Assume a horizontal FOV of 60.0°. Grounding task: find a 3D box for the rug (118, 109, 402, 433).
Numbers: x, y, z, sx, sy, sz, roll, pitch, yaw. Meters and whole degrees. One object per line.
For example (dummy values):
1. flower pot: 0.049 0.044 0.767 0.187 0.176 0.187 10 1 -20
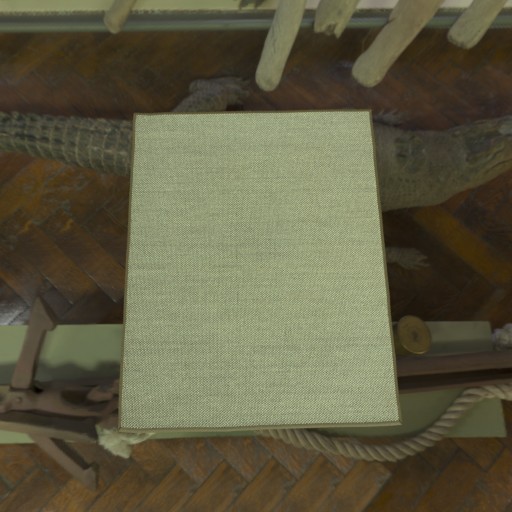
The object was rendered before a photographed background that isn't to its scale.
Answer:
1. rug: 0.000 0.000 4.112 2.413 0.020 3.041 -1 76 0
